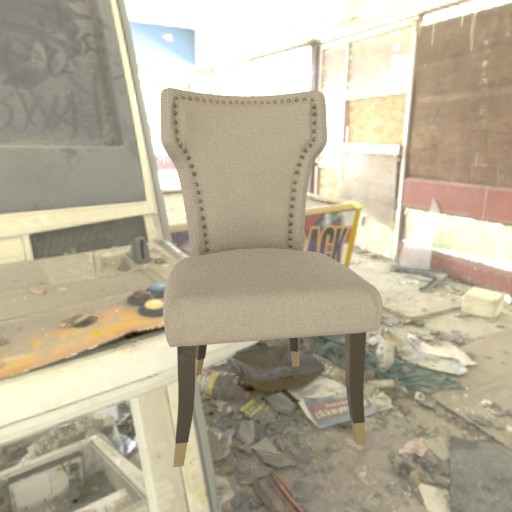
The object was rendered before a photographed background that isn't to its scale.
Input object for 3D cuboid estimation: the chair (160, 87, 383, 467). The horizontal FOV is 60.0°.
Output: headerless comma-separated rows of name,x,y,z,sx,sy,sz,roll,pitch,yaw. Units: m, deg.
chair,0.000,0.000,1.293,0.526,0.950,0.630,-3,16,-9
